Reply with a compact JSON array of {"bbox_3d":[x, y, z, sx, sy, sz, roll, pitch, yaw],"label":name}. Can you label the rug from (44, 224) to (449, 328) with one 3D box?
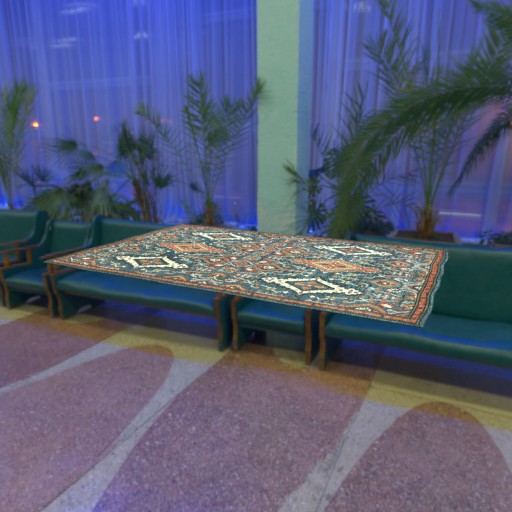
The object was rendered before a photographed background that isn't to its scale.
[{"bbox_3d":[0.000,0.000,4.325,3.371,0.008,2.190,7,16,26],"label":"rug"}]
